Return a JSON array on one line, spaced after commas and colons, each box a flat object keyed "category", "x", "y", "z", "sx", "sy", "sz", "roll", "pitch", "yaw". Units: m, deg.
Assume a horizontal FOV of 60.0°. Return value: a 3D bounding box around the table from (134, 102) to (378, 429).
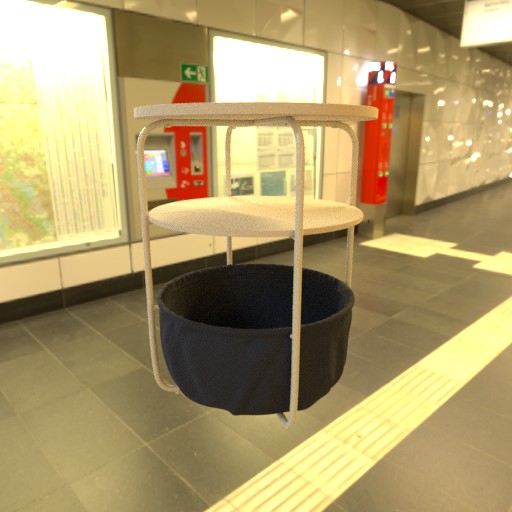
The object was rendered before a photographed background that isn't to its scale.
[{"category": "table", "x": 0.000, "y": 0.000, "z": 0.853, "sx": 0.418, "sy": 0.532, "sz": 0.418, "roll": 8, "pitch": 17, "yaw": 26}]
